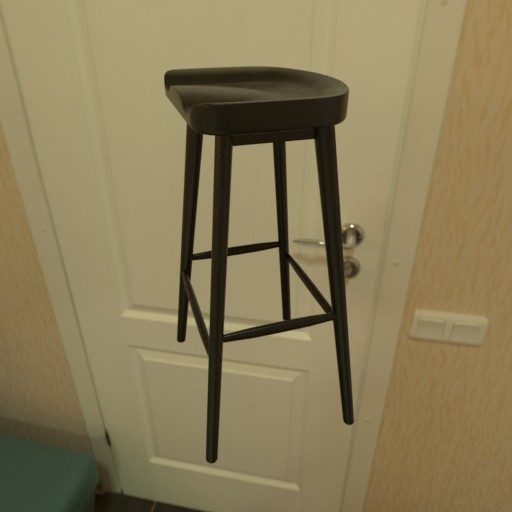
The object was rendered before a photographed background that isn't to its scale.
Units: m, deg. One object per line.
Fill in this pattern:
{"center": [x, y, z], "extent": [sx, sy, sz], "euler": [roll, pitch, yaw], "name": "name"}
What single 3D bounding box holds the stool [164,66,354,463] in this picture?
{"center": [0.000, 0.000, 1.004], "extent": [0.361, 0.749, 0.440], "euler": [-9, 31, -15], "name": "stool"}
